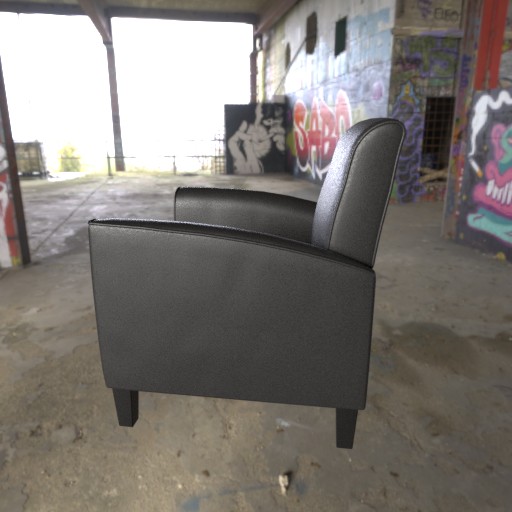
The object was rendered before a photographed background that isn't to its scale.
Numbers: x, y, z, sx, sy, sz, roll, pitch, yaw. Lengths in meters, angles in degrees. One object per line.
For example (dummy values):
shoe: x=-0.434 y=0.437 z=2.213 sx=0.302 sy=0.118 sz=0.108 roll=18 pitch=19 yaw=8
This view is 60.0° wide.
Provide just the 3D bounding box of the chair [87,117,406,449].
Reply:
chair: x=0.000 y=0.000 z=1.550 sx=0.819 sy=0.916 sz=0.820 roll=2 pitch=16 yaw=8
